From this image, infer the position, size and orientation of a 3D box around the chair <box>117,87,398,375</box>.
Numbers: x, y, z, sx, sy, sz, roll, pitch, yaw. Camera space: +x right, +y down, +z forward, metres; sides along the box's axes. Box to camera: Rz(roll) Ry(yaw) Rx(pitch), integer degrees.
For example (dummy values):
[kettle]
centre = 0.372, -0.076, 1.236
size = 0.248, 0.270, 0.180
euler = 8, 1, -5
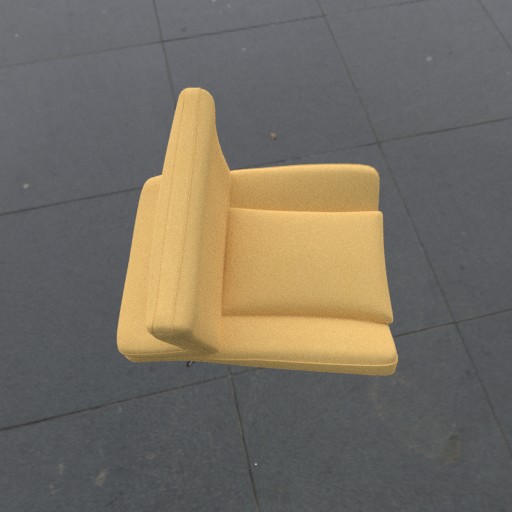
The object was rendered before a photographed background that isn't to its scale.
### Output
[chair]
centre = 0.000, 0.000, 1.672
size = 1.008, 0.855, 0.859
euler = 2, 65, 1
